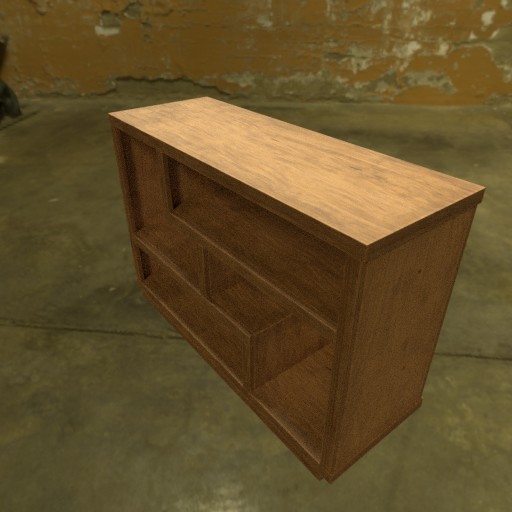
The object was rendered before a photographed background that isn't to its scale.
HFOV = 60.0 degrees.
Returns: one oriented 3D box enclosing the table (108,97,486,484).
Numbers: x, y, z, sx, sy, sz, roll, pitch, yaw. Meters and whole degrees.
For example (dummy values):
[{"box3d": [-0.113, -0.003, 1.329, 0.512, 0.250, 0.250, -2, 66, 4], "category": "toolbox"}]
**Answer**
[{"box3d": [0.000, 0.000, 1.476, 0.410, 0.771, 1.151, -23, 39, -32], "category": "table"}]
